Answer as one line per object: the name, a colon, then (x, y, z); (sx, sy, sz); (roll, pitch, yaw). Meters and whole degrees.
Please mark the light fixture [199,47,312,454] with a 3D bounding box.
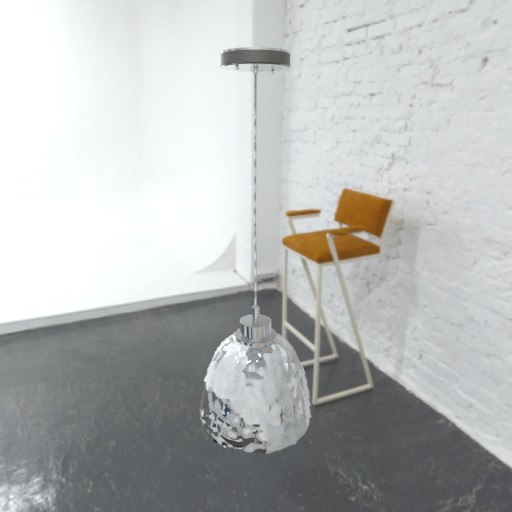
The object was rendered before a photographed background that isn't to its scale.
light fixture: (0.000, 0.000, 1.796); (0.496, 1.511, 0.500); (-15, 22, -42)
